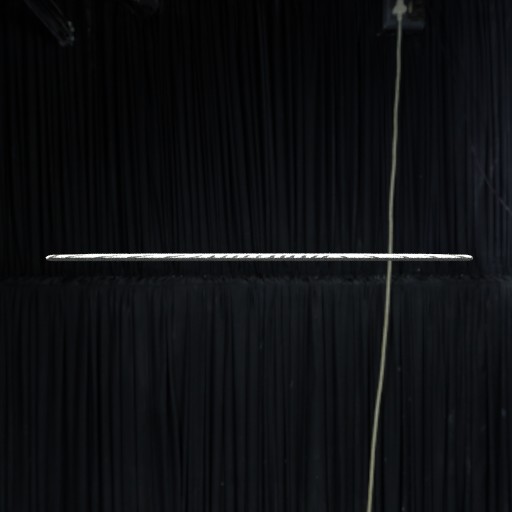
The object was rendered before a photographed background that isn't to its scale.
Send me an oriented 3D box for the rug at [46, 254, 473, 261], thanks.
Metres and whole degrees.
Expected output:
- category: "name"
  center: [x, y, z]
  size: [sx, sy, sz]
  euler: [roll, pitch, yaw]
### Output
- category: "rug"
  center: [0.000, 0.000, 3.105]
  size: [1.829, 0.028, 2.449]
  euler: [0, 0, -1]
